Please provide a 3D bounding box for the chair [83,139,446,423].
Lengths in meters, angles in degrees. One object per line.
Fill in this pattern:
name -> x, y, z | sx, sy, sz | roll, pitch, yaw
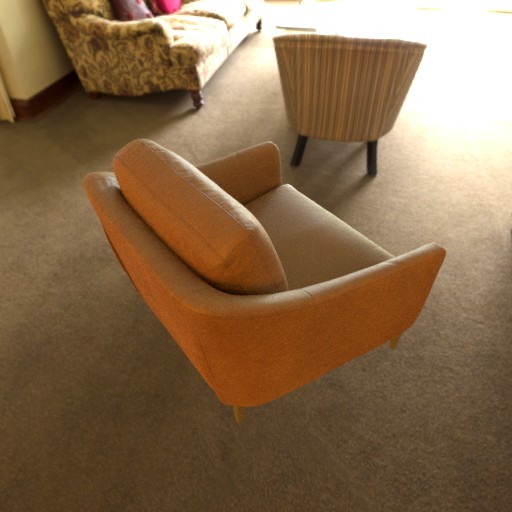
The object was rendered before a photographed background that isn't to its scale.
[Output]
chair -> 0.000, 0.000, 1.699 | 0.963, 0.895, 0.988 | -26, 48, -27
